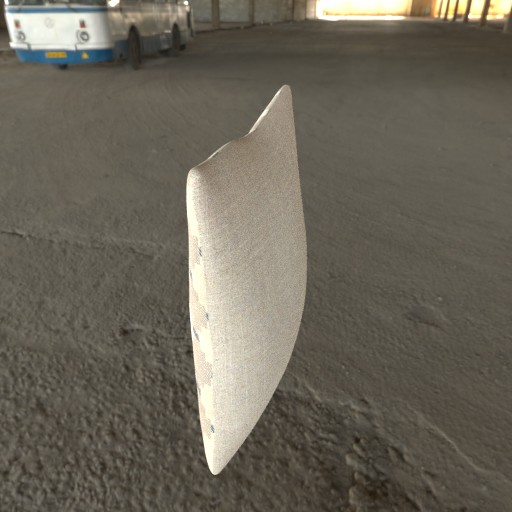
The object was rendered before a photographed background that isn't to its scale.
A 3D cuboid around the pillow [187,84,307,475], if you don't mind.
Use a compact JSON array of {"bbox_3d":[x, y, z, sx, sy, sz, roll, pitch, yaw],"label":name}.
[{"bbox_3d":[0.000,0.000,0.868,0.192,0.558,0.578,7,30,13],"label":"pillow"}]
